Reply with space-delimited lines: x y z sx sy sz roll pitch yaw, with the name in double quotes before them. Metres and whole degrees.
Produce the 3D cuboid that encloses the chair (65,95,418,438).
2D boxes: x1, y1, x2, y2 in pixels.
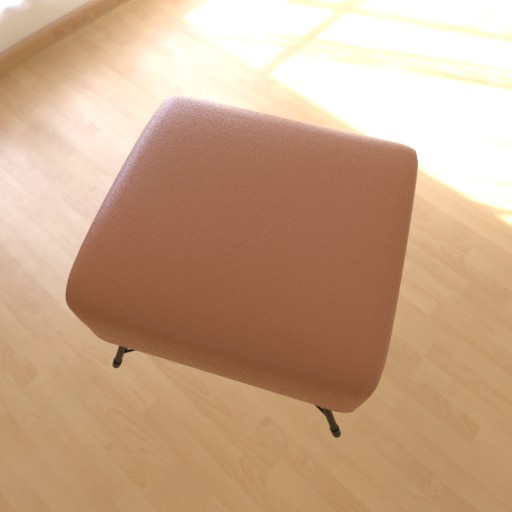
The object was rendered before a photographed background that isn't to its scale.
"chair" 0.000 0.000 0.909 0.530 0.410 0.530 15 63 8
